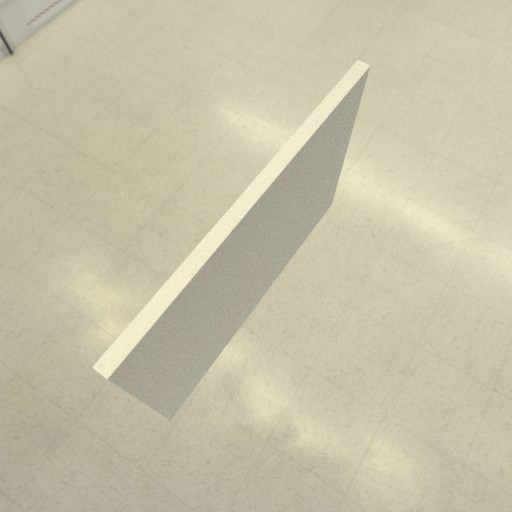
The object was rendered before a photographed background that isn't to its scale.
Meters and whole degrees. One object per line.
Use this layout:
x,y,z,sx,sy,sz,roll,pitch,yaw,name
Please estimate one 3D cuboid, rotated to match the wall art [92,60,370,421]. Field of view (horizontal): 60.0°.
0.000,0.000,1.165,0.038,0.601,0.898,32,68,15,wall art
